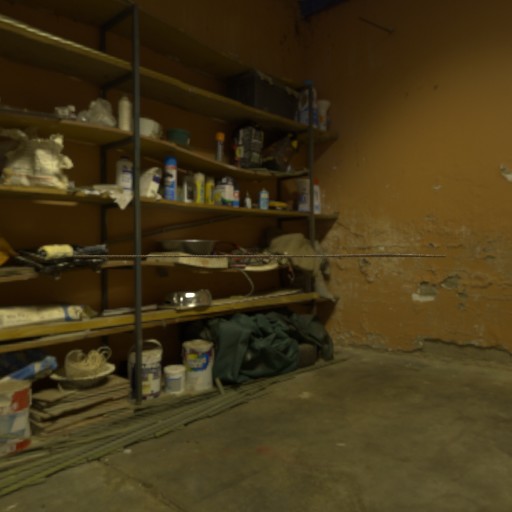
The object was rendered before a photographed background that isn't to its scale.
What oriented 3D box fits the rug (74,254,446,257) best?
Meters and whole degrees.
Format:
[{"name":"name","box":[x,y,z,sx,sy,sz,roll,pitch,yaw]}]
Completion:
[{"name":"rug","box":[0.000,0.000,3.033,1.524,0.015,2.439,0,0,-1]}]
